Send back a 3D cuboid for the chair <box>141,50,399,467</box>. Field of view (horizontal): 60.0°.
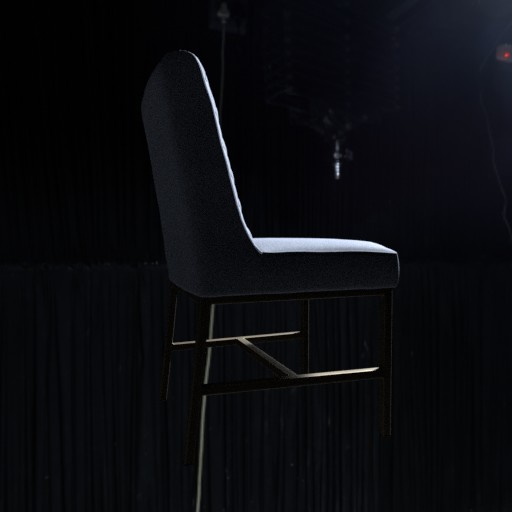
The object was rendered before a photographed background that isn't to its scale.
[{"bbox_3d":[0.000,0.000,1.222,0.587,0.889,0.508,-1,2,-20],"label":"chair"}]
